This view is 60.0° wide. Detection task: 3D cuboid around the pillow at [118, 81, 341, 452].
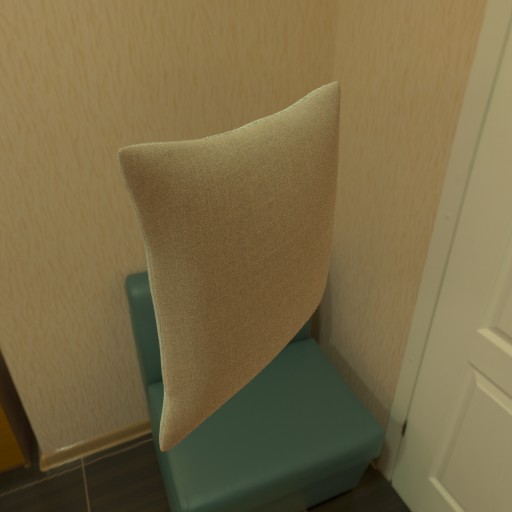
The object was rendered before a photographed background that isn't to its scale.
[{"bbox_3d":[0.000,0.000,0.768,0.178,0.506,0.512,21,37,30],"label":"pillow"}]
